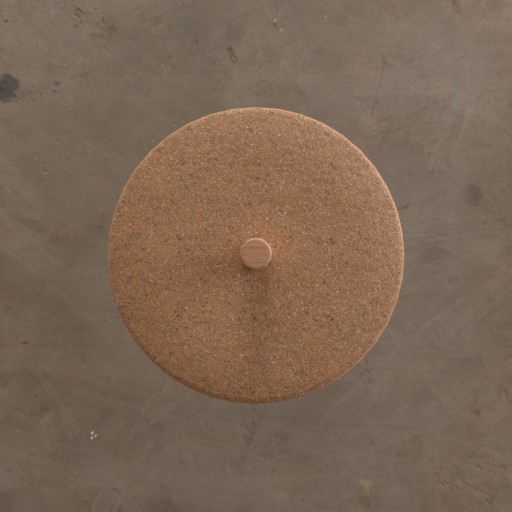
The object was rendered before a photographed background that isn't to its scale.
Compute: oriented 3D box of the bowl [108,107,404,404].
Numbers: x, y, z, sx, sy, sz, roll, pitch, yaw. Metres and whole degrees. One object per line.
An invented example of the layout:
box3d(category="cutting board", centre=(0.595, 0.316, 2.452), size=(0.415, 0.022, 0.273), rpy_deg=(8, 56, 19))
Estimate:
box3d(category="bowl", centre=(0.000, 0.000, 0.222), size=(0.126, 0.110, 0.126), rpy_deg=(0, 89, 0))
